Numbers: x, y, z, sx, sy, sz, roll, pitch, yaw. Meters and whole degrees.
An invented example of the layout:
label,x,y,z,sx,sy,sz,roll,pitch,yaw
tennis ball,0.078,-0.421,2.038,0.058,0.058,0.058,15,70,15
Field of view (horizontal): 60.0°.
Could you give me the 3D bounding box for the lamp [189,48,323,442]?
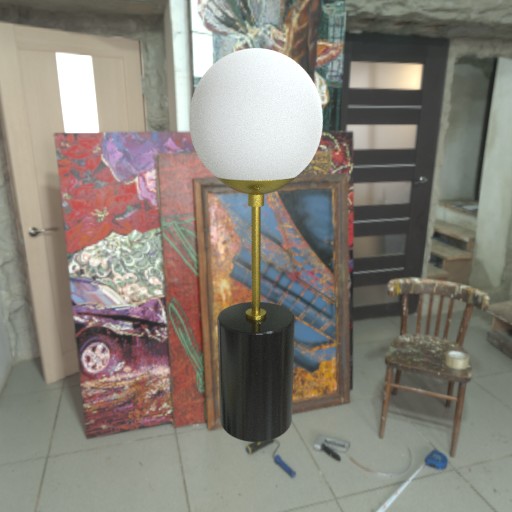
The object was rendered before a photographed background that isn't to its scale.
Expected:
label,x,y,z,sx,sy,sz,roll,pitch,yaw
lamp,0.000,0.000,0.561,0.153,0.480,0.153,0,16,0
